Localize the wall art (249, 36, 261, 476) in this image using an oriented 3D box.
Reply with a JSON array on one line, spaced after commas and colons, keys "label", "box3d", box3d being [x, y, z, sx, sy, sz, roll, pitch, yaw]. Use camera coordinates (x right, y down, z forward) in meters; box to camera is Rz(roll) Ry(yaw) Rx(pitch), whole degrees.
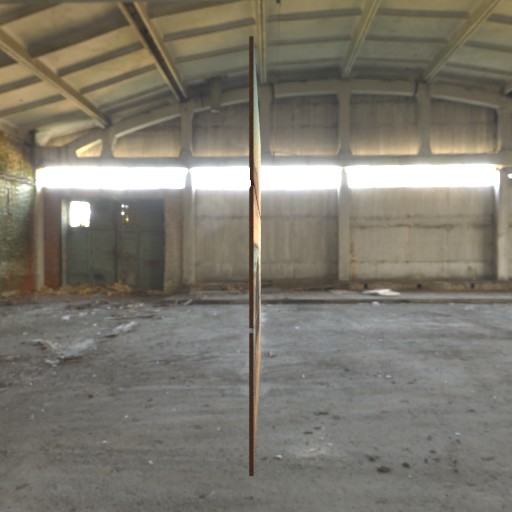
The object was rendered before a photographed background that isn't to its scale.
[{"label": "wall art", "box3d": [0.000, 0.000, 1.836, 0.019, 1.218, 1.221, 0, 0, 1]}]
